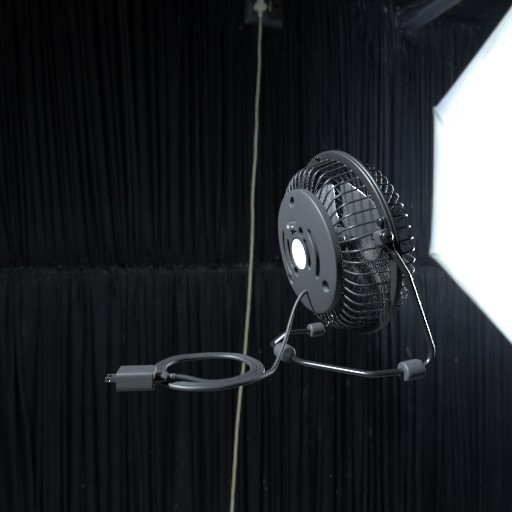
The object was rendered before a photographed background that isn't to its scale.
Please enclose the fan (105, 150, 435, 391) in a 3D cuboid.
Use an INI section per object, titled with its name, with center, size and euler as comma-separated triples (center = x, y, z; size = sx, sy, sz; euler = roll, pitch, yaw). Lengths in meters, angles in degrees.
[fan]
center = 0.000, 0.000, 0.312
size = 0.202, 0.152, 0.153
euler = -1, 2, -18
